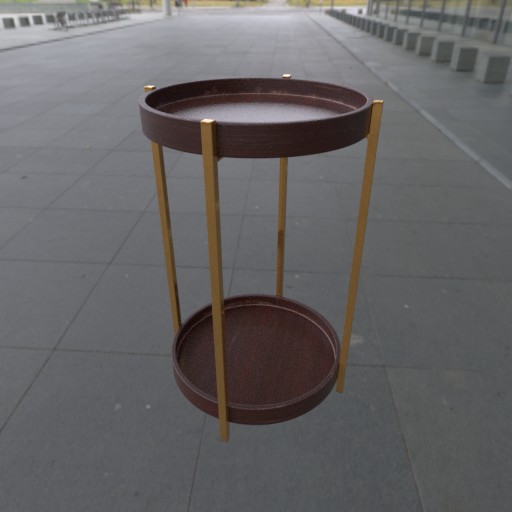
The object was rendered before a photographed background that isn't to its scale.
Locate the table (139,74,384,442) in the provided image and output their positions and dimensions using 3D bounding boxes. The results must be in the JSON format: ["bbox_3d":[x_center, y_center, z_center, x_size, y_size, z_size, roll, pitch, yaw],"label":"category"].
[{"bbox_3d":[0.000,0.000,0.868,0.400,0.610,0.400,9,32,16],"label":"table"}]
